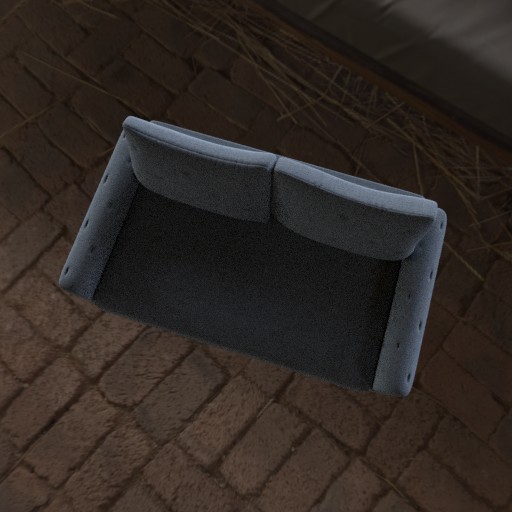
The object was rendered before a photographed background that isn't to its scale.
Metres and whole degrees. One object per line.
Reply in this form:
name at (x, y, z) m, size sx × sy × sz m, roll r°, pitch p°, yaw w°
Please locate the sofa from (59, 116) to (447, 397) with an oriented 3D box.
sofa at (0.000, 0.000, 2.123) m, size 1.650 × 0.790 × 0.920 m, roll 17°, pitch 76°, yaw 4°
